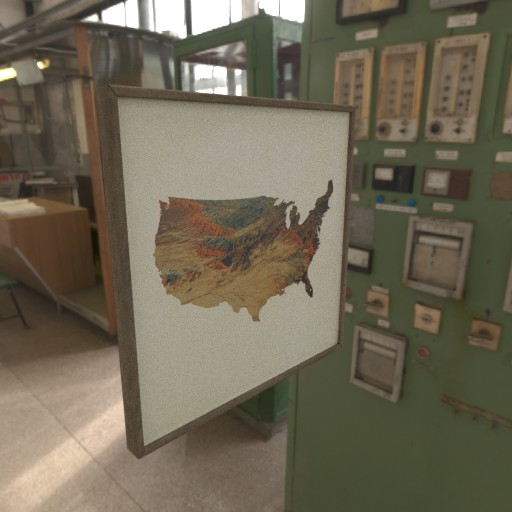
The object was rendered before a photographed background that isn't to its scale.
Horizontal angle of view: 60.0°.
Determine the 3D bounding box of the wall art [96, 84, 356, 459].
[{"bbox_3d":[0.000,0.000,1.117,0.749,0.751,0.050,-14,21,-42],"label":"wall art"}]
